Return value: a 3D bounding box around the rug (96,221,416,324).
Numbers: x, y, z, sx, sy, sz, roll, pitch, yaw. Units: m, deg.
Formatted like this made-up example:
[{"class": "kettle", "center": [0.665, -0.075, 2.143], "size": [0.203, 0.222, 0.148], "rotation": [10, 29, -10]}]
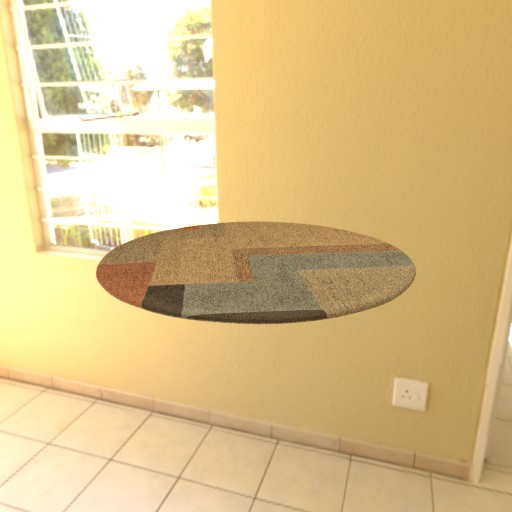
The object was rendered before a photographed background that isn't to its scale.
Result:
[{"class": "rug", "center": [0.000, 0.000, 3.605], "size": [2.461, 0.033, 2.461], "rotation": [0, 17, 0]}]
